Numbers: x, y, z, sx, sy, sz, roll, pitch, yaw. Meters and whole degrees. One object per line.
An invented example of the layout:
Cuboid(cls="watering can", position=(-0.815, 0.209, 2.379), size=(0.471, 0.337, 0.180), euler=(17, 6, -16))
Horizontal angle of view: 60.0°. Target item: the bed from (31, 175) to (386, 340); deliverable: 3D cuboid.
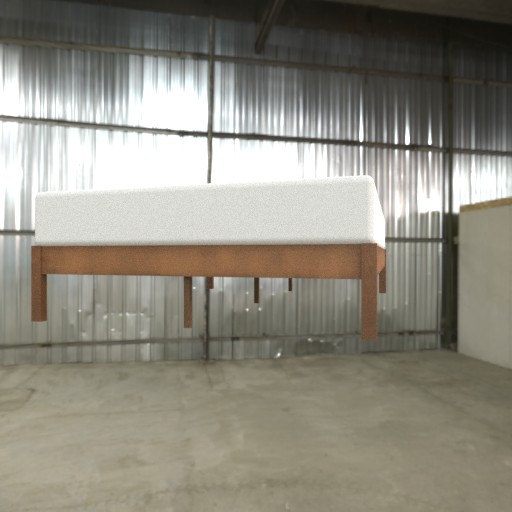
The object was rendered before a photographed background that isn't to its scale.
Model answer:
Cuboid(cls="bed", position=(0.000, 0.000, 2.769), size=(1.529, 0.593, 2.050), euler=(0, 0, 17))
